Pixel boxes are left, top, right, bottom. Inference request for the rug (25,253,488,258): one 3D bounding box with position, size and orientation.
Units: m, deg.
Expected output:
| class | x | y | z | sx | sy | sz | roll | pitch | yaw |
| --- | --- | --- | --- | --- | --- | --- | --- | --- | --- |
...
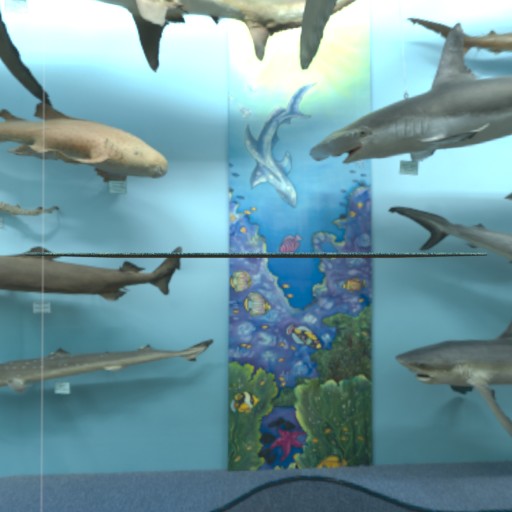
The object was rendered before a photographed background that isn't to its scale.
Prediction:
| class | x | y | z | sx | sy | sz | roll | pitch | yaw |
| --- | --- | --- | --- | --- | --- | --- | --- | --- | --- |
| rug | 0.000 | 0.000 | 3.090 | 2.438 | 0.015 | 1.524 | 0 | -1 | -1 |
